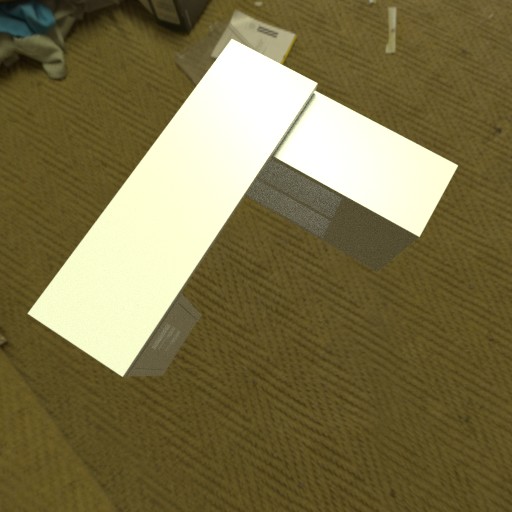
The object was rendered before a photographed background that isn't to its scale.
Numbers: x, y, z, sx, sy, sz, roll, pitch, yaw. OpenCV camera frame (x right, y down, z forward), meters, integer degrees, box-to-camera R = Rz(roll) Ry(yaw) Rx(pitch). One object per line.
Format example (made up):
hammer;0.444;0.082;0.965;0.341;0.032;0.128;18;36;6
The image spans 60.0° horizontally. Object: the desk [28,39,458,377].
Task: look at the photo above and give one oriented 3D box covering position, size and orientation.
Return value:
desk;0.000;0.000;2.212;1.200;0.753;1.524;31;77;8
